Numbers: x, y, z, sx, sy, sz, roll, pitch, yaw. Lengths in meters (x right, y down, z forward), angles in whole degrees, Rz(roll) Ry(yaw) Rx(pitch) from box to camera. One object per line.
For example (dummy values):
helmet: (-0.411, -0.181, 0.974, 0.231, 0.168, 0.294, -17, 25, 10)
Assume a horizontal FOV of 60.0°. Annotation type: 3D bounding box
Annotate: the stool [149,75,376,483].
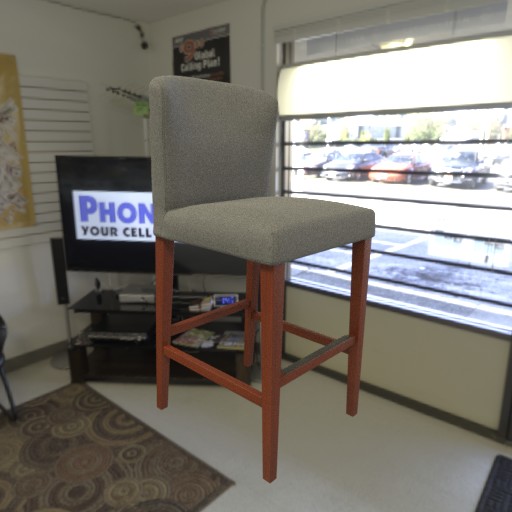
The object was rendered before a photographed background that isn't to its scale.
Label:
stool: (0.000, 0.000, 1.358, 0.568, 1.069, 0.481, 13, 19, 42)
